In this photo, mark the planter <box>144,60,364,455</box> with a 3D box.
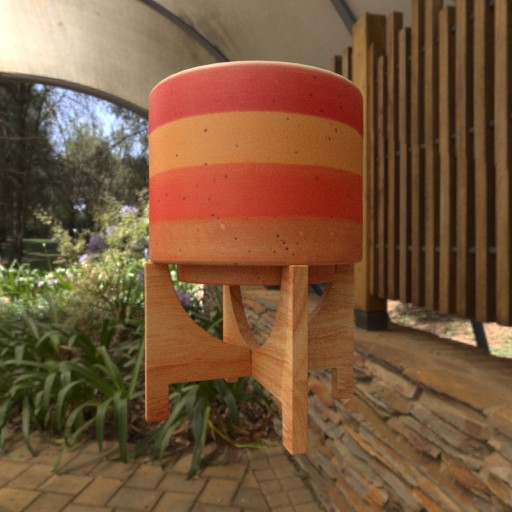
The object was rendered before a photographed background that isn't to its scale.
[{"bbox_3d":[0.000,0.000,0.551,0.269,0.379,0.269,0,1,0],"label":"planter"}]
